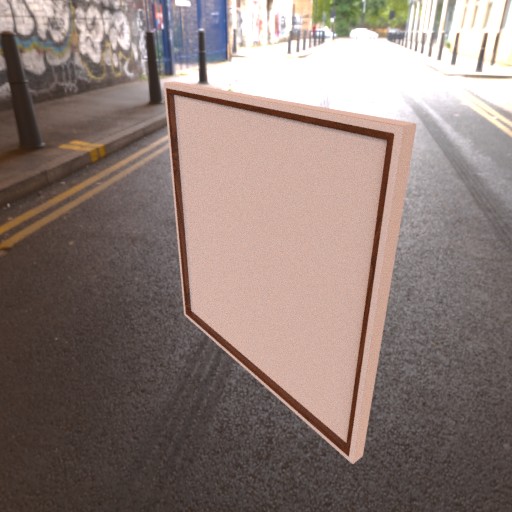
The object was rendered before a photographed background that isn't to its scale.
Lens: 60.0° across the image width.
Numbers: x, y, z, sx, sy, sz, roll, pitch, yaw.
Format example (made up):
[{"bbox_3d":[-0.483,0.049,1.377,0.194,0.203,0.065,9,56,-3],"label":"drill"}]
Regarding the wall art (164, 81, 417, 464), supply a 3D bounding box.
[{"bbox_3d":[0.000,0.000,1.484,0.049,1.009,1.009,-20,33,-34],"label":"wall art"}]
